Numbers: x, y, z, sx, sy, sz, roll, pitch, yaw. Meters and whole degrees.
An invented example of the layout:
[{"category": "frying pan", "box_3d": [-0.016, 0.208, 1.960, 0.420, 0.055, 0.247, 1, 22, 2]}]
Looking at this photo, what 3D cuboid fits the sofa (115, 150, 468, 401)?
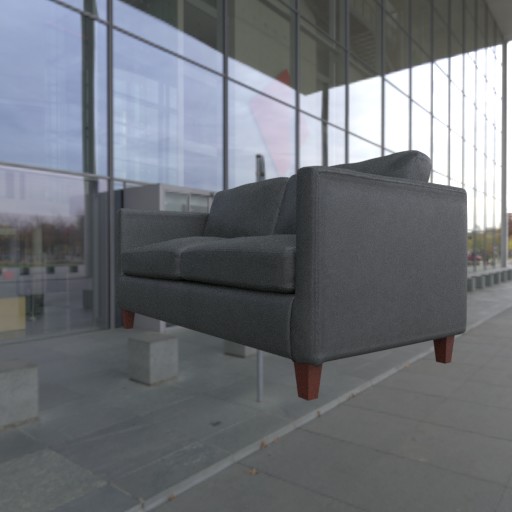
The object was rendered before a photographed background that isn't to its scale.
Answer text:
[{"category": "sofa", "box_3d": [0.000, 0.000, 2.399, 0.951, 0.933, 1.883, 0, 1, -36]}]
